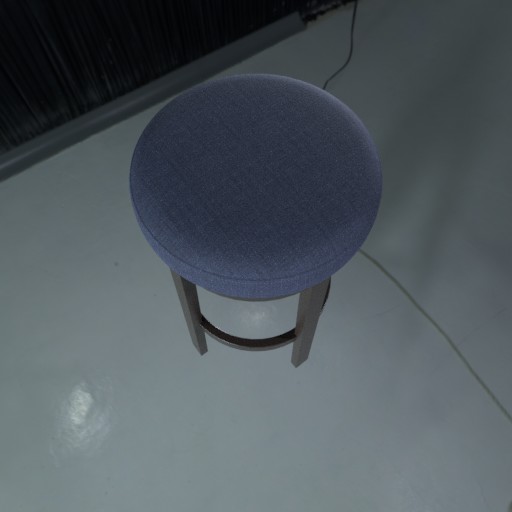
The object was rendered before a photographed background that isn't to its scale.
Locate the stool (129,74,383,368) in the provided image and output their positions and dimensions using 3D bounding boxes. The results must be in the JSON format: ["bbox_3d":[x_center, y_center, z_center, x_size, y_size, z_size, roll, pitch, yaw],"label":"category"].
[{"bbox_3d":[0.000,0.000,1.053,0.446,0.758,0.446,0,65,0],"label":"stool"}]
